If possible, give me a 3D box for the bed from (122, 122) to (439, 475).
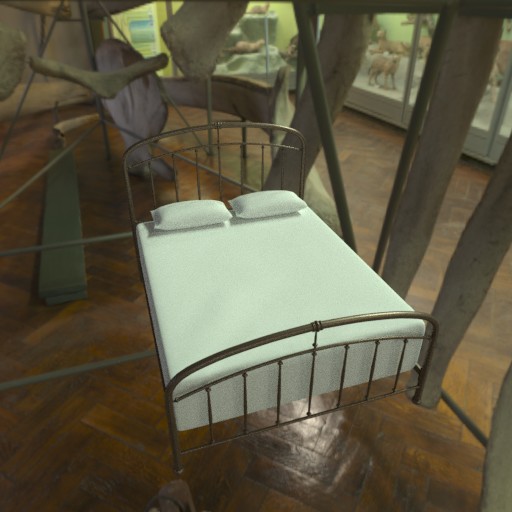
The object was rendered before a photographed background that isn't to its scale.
[{"bbox_3d":[0.000,0.000,3.323,1.711,1.475,2.168,-10,32,-15],"label":"bed"}]
